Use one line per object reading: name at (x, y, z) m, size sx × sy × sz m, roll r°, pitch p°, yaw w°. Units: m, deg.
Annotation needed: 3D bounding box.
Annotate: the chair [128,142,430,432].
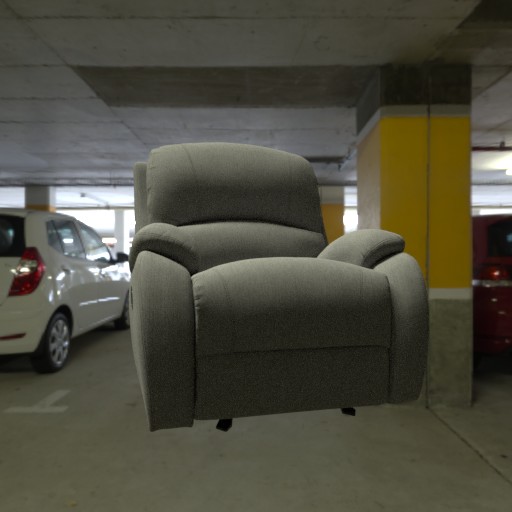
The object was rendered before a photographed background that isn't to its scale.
chair at (0.000, 0.000, 1.685) m, size 0.930 × 1.011 × 0.899 m, roll 0°, pitch 0°, yaw -18°
